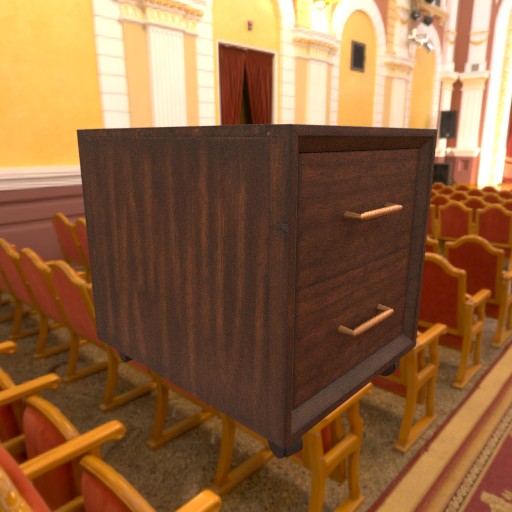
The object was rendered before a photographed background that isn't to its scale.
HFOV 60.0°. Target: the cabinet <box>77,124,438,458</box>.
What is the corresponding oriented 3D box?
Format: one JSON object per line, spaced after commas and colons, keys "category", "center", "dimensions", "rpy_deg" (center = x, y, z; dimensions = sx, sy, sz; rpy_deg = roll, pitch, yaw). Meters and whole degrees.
{"category": "cabinet", "center": [0.000, 0.000, 0.826], "dimensions": [0.500, 0.455, 0.402], "rpy_deg": [13, 20, 41]}
